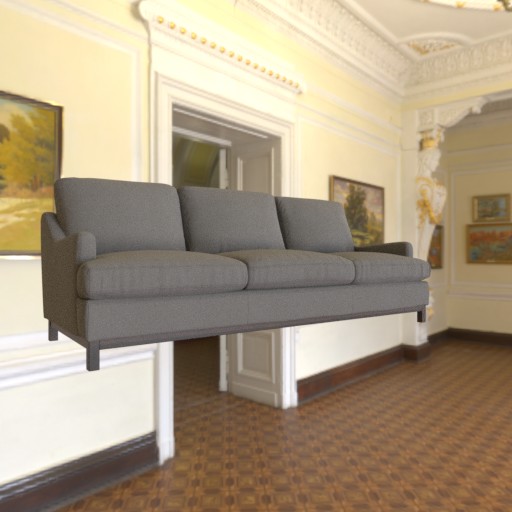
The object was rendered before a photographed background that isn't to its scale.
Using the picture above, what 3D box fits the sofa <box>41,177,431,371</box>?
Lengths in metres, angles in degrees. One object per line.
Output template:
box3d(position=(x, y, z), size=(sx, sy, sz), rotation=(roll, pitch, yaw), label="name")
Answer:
box3d(position=(0.000, 0.000, 2.801), size=(2.344, 0.926, 0.987), rotation=(0, 0, -36), label="sofa")
